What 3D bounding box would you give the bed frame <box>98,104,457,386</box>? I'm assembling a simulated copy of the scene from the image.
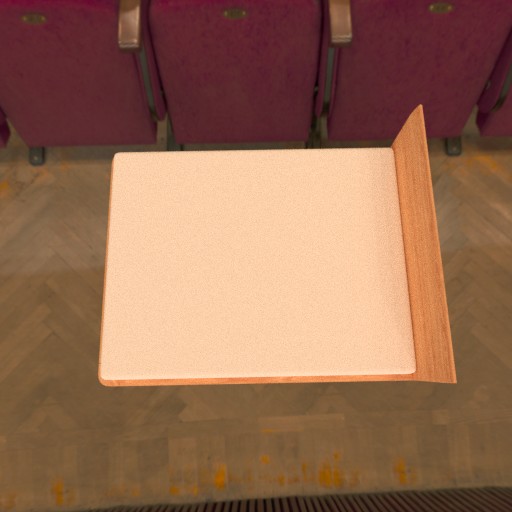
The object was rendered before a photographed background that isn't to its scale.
[{"bbox_3d":[0.000,0.000,2.992,2.092,0.940,1.660,-1,76,0],"label":"bed frame"}]
